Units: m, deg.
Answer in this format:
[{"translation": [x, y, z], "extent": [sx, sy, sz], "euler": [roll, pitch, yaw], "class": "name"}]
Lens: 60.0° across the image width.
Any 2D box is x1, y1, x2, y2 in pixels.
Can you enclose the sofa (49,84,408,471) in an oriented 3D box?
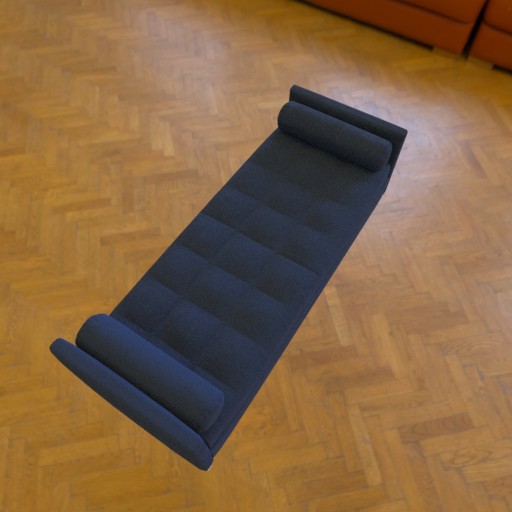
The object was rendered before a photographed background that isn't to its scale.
[{"translation": [0.000, 0.000, 2.495], "extent": [0.797, 0.657, 2.102], "euler": [29, 62, 17], "class": "sofa"}]
